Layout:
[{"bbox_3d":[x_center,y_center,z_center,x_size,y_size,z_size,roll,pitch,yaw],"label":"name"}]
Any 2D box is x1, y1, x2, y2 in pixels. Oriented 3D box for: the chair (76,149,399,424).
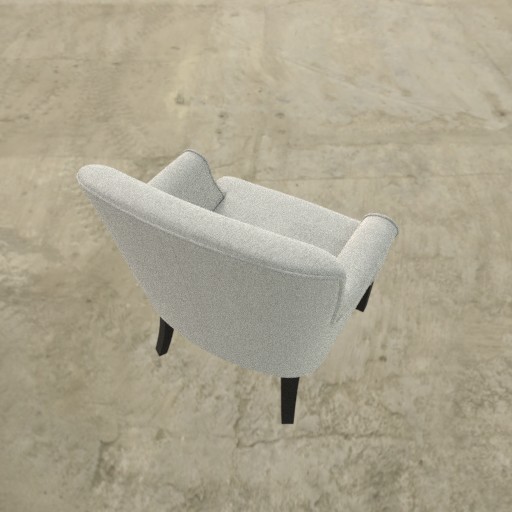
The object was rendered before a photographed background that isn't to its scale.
[{"bbox_3d":[0.000,0.000,1.451,0.781,0.875,0.750,23,51,20],"label":"chair"}]
